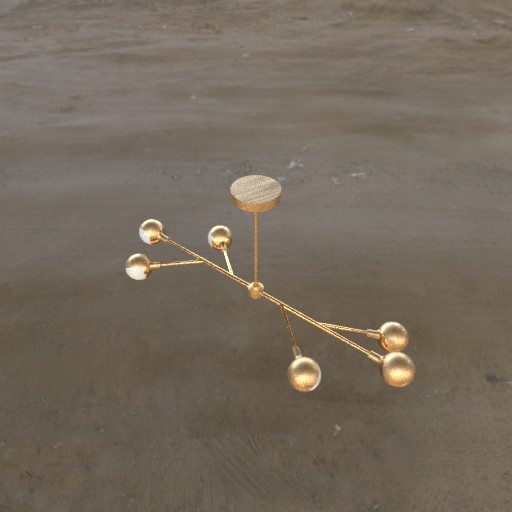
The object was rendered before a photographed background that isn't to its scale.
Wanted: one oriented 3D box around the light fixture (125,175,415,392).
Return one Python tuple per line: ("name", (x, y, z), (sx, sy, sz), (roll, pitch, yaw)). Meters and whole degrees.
("light fixture", (0.000, 0.000, 1.005), (0.434, 0.362, 0.778), (-27, 49, -26))
